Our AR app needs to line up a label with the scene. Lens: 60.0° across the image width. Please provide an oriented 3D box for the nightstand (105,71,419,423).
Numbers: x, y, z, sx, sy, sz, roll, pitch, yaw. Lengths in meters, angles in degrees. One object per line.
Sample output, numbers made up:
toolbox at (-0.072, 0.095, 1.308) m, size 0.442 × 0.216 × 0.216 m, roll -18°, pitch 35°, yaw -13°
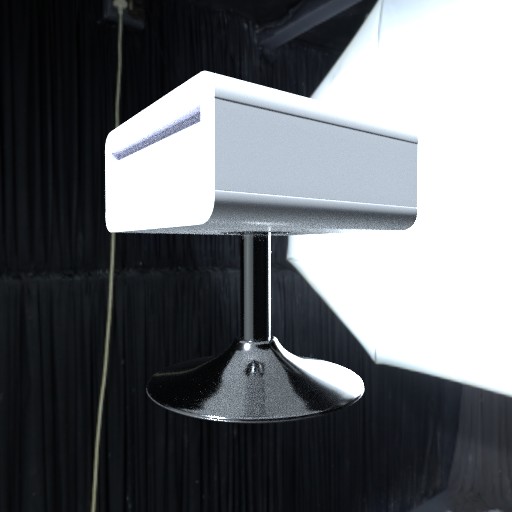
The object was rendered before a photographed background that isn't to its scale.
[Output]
nightstand at (0.000, 0.000, 0.784) m, size 0.404 × 0.447 × 0.399 m, roll -1°, pitch 1°, yaw -36°
